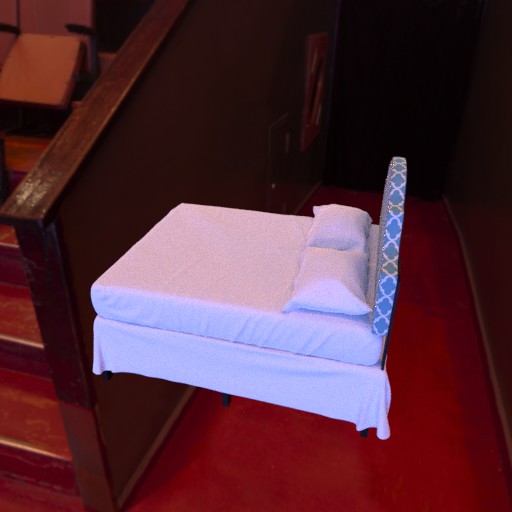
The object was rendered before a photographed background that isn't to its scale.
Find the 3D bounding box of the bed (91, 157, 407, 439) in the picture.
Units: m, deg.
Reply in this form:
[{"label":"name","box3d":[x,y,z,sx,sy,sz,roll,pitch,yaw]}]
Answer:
[{"label":"bed","box3d":[0.000,0.000,3.408,2.222,1.633,1.780,8,30,13]}]
